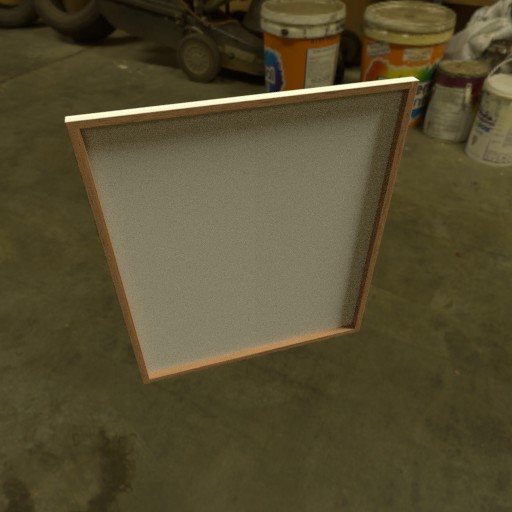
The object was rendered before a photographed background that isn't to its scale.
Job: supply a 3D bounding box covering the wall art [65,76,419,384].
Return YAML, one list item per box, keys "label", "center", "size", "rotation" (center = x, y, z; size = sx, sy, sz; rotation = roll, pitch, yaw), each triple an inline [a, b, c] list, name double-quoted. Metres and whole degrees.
- label: "wall art"
  center: [0.000, 0.000, 0.977]
  size: [0.609, 0.710, 0.021]
  rotation: [-11, 43, -12]
